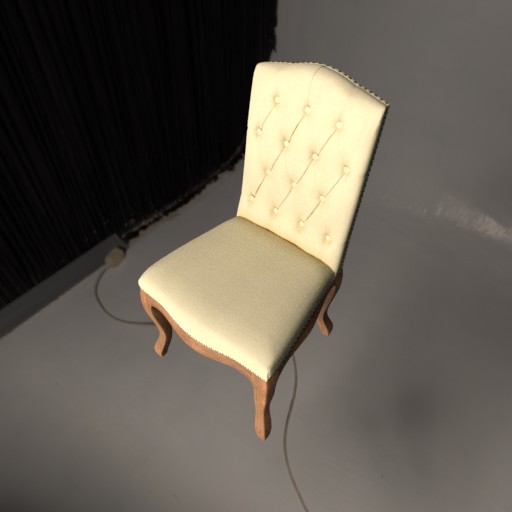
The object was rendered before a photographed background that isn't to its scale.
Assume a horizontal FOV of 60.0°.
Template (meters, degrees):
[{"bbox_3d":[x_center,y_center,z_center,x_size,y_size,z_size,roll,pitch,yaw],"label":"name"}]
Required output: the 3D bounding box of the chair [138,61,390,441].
[{"bbox_3d":[0.000,0.000,1.606,0.623,1.165,0.715,31,54,25],"label":"chair"}]
